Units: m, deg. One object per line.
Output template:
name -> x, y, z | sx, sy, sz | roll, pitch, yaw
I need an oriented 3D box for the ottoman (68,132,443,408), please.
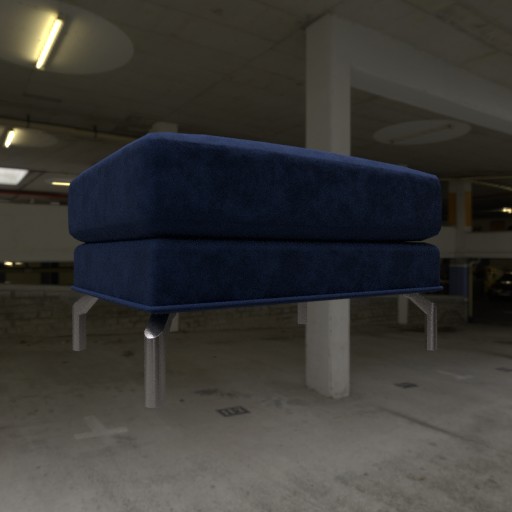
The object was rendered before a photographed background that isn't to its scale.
ottoman -> 0.000, 0.000, 1.183 | 0.835, 0.498, 0.587 | 0, 0, -34
